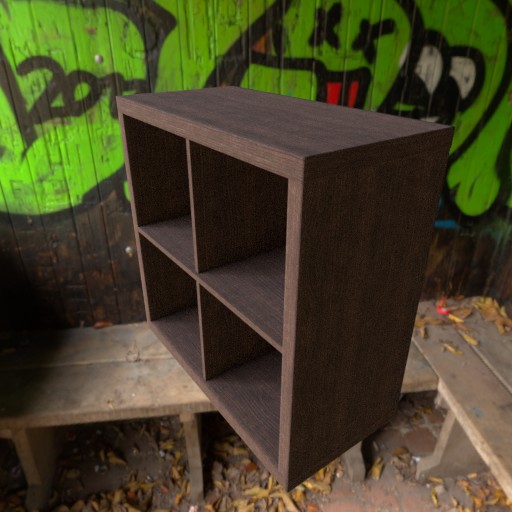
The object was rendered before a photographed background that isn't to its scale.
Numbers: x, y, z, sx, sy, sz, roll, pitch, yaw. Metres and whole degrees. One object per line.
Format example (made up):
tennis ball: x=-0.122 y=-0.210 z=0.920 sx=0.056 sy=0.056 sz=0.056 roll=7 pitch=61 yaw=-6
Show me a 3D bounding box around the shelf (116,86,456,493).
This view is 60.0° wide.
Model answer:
shelf: x=0.000 y=0.000 z=1.230 sx=0.390 sy=0.786 sz=0.790 roll=-18 pitch=33 yaw=-31
